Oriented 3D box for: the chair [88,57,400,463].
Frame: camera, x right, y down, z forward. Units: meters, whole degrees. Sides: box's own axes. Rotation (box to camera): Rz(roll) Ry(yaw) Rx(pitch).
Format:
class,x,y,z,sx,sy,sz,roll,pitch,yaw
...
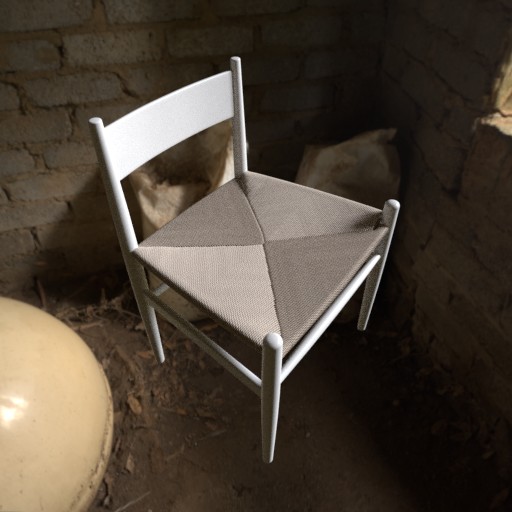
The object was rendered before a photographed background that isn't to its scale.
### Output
class,x,y,z,sx,sy,sz,roll,pitch,yaw
chair,0.000,0.000,1.118,0.495,0.762,0.556,26,48,26
